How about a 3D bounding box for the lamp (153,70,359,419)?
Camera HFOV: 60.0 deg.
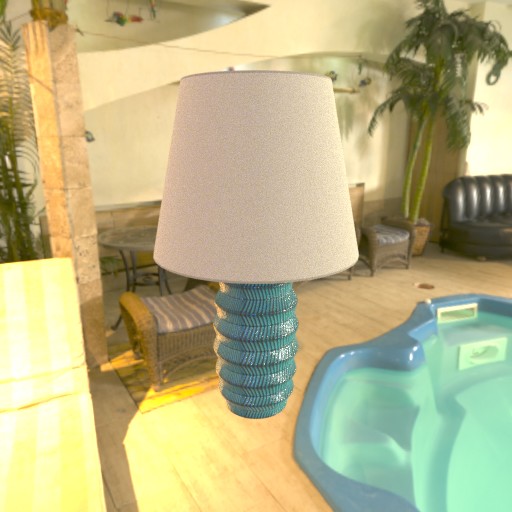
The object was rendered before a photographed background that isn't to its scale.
[{"bbox_3d":[0.000,0.000,0.786,0.355,0.582,0.355,0,15,0],"label":"lamp"}]
